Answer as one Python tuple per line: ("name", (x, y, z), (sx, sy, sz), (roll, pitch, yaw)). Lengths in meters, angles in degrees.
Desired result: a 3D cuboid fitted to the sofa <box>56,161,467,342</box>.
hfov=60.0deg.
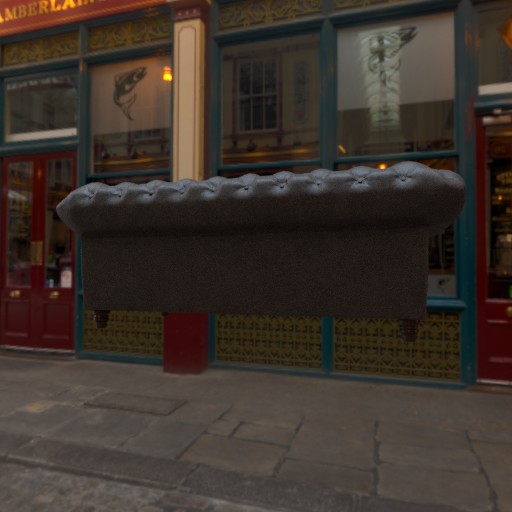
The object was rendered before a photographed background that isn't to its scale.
("sofa", (0.000, 0.000, 2.456), (2.048, 0.779, 0.944), (-1, -2, 17))
